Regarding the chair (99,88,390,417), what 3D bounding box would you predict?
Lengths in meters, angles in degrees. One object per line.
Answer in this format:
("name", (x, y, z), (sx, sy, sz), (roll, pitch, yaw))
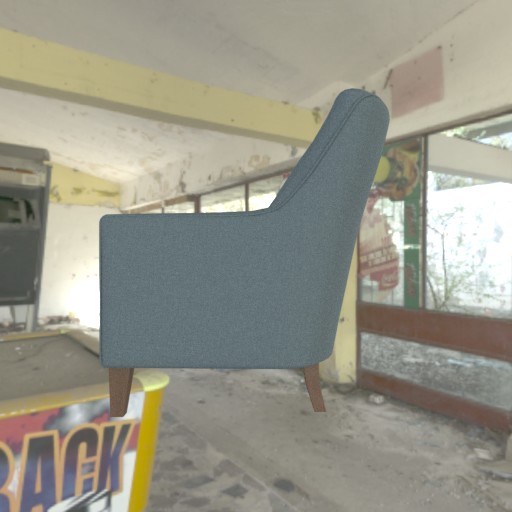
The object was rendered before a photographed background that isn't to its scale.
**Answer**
("chair", (0.000, 0.000, 1.572), (0.879, 0.916, 0.756), (0, 0, 2))
